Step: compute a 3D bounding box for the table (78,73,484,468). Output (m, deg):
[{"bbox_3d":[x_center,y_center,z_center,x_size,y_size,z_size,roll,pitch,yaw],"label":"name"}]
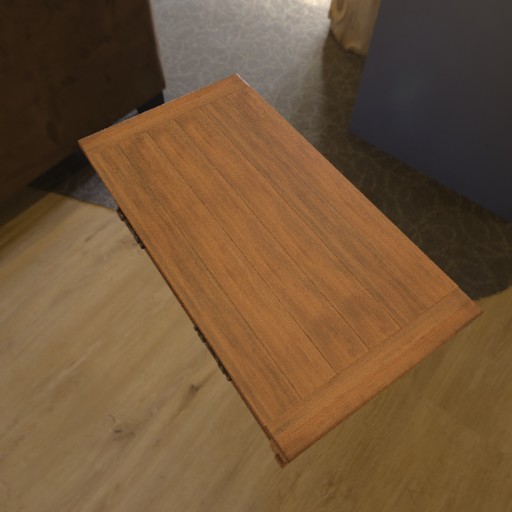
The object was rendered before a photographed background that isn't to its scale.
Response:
[{"bbox_3d":[0.000,0.000,1.619,0.693,0.494,1.270,-30,63,-17],"label":"table"}]
